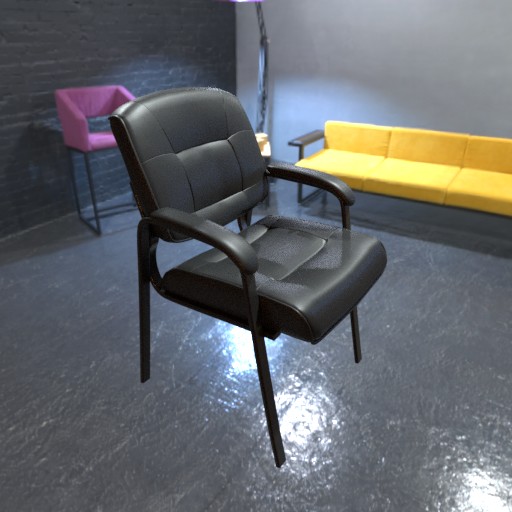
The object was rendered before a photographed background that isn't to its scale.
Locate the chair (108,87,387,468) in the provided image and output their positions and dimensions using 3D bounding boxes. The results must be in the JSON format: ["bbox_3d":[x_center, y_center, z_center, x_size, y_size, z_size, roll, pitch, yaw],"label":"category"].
[{"bbox_3d":[0.000,0.000,1.331,0.668,0.910,0.591,18,32,31],"label":"chair"}]
